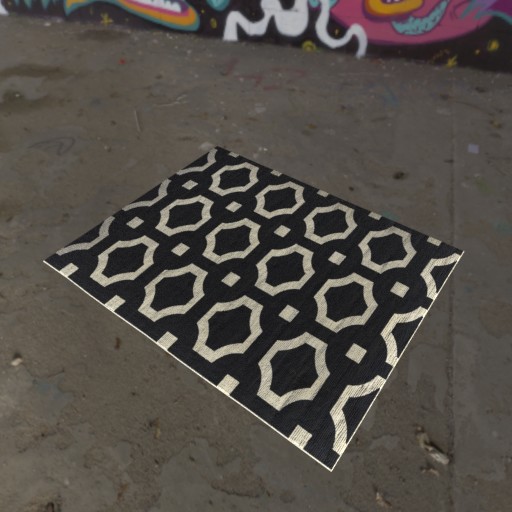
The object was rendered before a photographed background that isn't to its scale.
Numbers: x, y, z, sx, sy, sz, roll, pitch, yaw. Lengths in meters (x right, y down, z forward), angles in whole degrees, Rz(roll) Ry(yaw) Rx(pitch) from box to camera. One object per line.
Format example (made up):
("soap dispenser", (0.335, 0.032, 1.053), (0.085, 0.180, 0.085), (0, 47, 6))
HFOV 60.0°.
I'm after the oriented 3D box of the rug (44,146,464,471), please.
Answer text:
("rug", (0.000, 0.000, 4.122), (3.049, 0.021, 2.466), (28, 52, 25))
